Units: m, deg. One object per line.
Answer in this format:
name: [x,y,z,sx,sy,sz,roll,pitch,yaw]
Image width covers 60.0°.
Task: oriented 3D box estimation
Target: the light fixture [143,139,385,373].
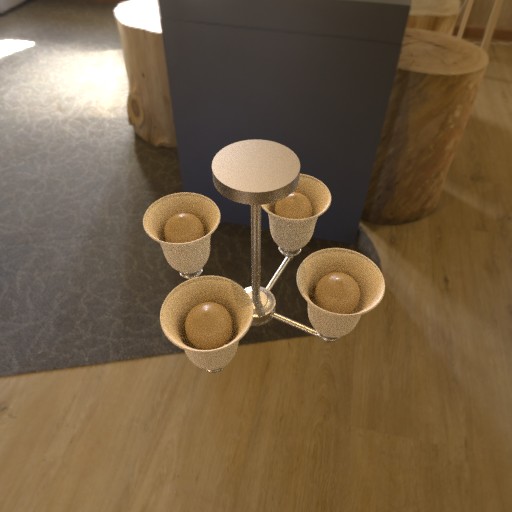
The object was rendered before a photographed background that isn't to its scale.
light fixture: [0.000,0.000,0.740,0.427,0.370,0.427,22,51,19]
